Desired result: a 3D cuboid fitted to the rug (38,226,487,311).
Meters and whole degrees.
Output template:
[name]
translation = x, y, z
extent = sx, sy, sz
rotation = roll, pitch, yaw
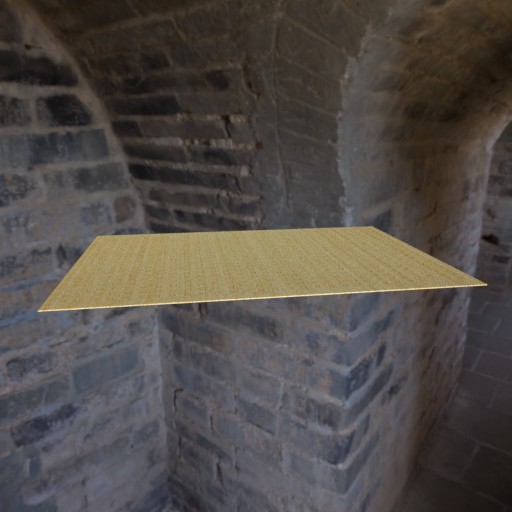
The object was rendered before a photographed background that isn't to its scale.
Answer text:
[rug]
translation = 0.000, 0.000, 2.945
extent = 2.286, 0.006, 1.524
rotation = -3, 16, -9
